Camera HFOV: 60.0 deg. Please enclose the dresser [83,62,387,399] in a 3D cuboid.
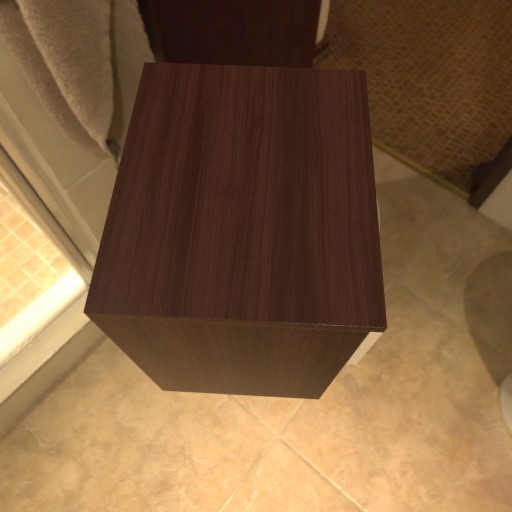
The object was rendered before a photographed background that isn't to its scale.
[{"bbox_3d":[0.000,0.000,0.784,0.360,0.470,0.400,3,63,1],"label":"dresser"}]
